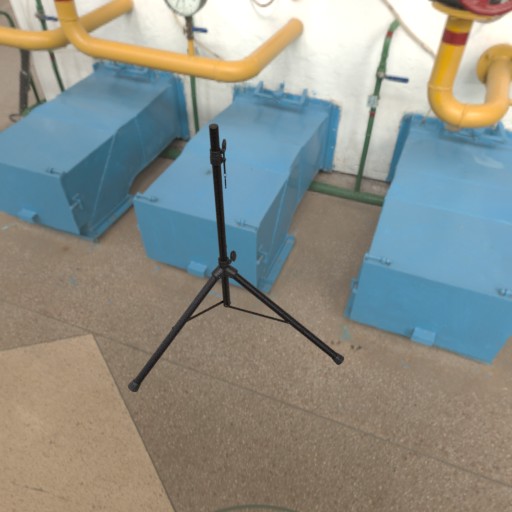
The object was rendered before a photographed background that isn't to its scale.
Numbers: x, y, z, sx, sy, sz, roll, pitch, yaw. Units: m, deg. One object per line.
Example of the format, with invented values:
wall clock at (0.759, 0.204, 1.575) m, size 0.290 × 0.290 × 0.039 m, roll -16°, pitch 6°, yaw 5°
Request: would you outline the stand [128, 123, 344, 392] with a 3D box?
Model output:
stand at (0.000, 0.000, 1.865) m, size 0.907 × 1.136 × 1.045 m, roll 16°, pitch 47°, yaw 16°
